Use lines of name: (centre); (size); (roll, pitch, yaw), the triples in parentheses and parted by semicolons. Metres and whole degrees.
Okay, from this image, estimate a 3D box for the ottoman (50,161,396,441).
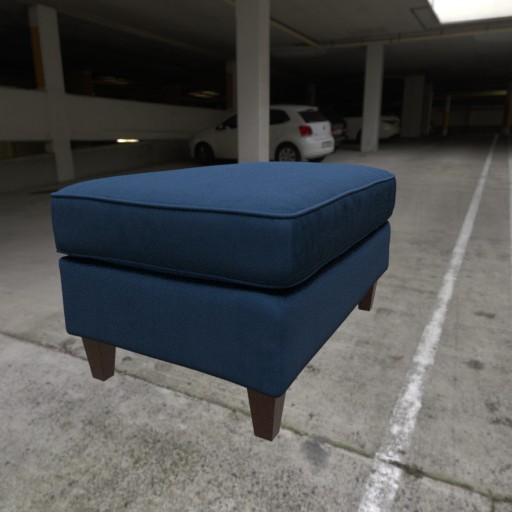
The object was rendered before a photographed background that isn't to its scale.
ottoman: (0.000, 0.000, 1.217); (0.583, 0.484, 0.862); (8, 17, 27)
